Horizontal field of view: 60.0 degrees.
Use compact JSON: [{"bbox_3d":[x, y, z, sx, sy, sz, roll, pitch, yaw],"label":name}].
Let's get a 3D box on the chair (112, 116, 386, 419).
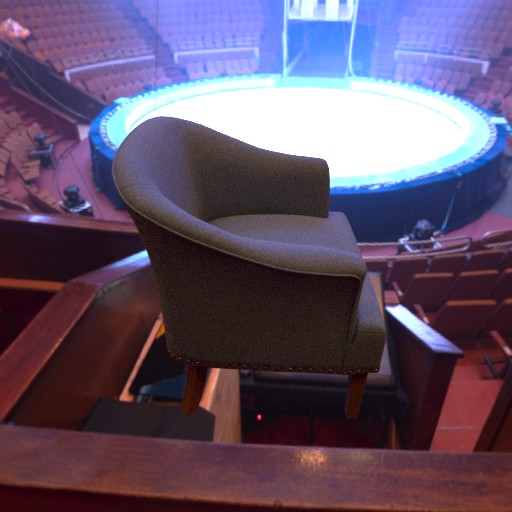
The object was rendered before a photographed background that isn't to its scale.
[{"bbox_3d":[0.000,0.000,1.443,0.704,0.815,0.798,0,31,1],"label":"chair"}]
